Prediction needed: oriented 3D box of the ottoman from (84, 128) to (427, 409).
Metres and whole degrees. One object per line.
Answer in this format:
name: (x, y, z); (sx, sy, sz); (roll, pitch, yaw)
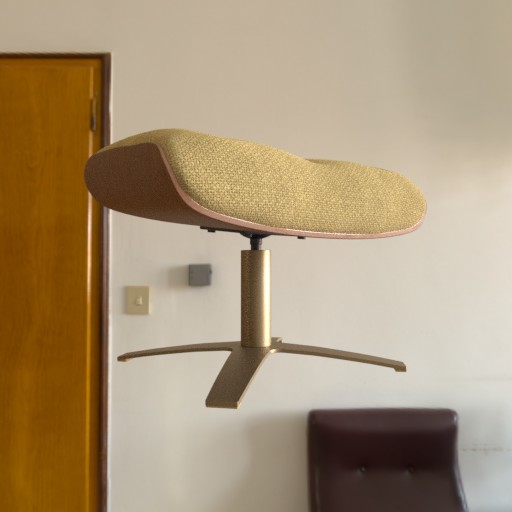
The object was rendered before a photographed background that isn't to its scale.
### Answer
ottoman: (0.000, 0.000, 0.807); (0.520, 0.391, 0.394); (1, -2, -35)
